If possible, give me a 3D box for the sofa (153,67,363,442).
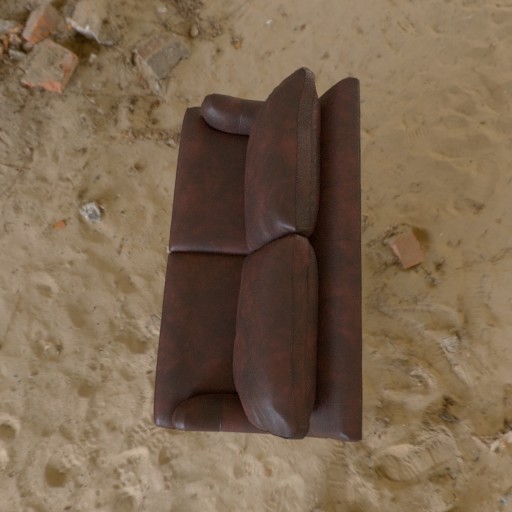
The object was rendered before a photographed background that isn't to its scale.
[{"bbox_3d":[0.000,0.000,2.830,1.147,1.071,2.144,3,76,1],"label":"sofa"}]
